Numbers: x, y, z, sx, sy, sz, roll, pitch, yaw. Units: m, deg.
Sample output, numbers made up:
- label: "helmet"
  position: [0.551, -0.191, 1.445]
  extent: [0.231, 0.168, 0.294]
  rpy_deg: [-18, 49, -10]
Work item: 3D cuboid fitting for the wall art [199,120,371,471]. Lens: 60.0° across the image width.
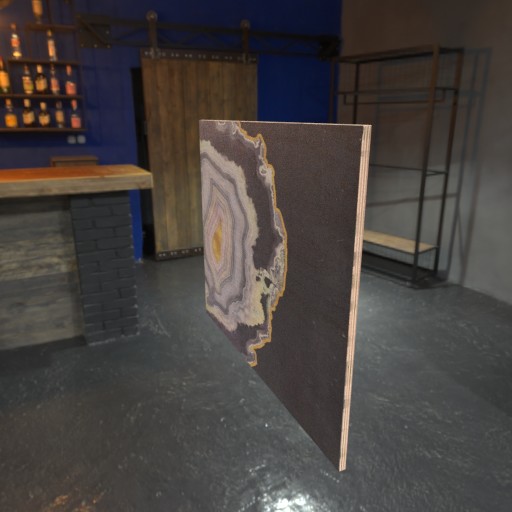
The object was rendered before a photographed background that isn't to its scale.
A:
- label: "wall art"
  position: [0.000, 0.000, 0.704]
  extent: [0.010, 0.408, 0.508]
  rpy_deg: [-8, 19, -23]
